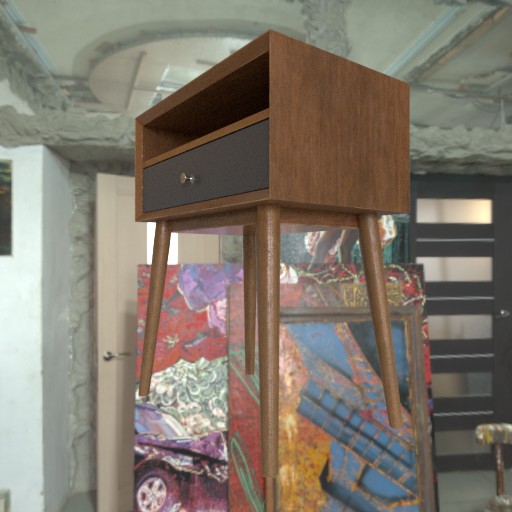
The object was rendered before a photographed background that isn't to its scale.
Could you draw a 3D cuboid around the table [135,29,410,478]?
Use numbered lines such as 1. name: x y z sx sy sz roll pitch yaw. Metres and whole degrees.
1. table: 0.000 0.000 0.836 0.307 0.580 0.454 0 0 -37
